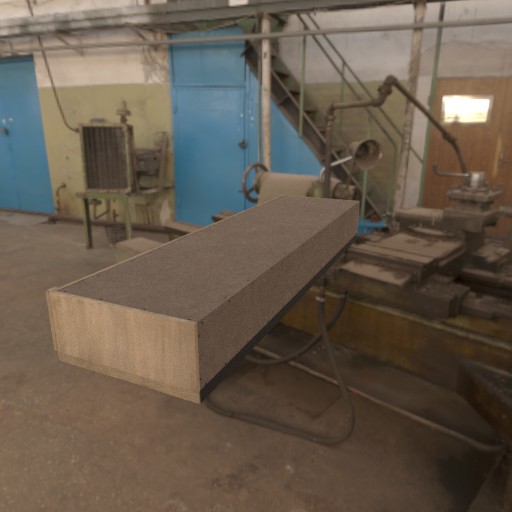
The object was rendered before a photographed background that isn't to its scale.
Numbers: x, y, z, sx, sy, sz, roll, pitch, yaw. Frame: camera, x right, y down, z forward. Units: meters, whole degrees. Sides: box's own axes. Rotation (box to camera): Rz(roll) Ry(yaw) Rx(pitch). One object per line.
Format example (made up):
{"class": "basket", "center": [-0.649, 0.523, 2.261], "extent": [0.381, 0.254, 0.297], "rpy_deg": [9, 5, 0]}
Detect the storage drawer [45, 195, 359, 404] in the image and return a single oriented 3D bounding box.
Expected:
{"class": "storage drawer", "center": [0.000, 0.000, 2.301], "extent": [0.591, 0.274, 2.072], "rpy_deg": [8, 19, 24]}
